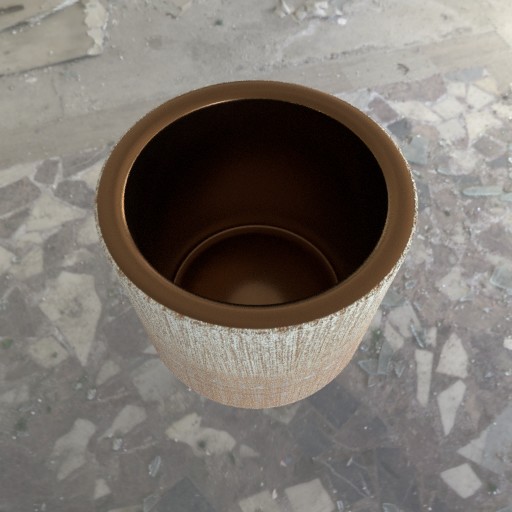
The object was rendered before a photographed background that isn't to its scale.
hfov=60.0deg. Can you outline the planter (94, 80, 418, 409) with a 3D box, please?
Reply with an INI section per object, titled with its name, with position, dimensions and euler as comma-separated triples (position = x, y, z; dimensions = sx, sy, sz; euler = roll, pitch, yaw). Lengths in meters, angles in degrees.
[planter]
position = 0.000, 0.000, 0.188
dimensions = 0.109, 0.096, 0.109
euler = 0, 59, 0
